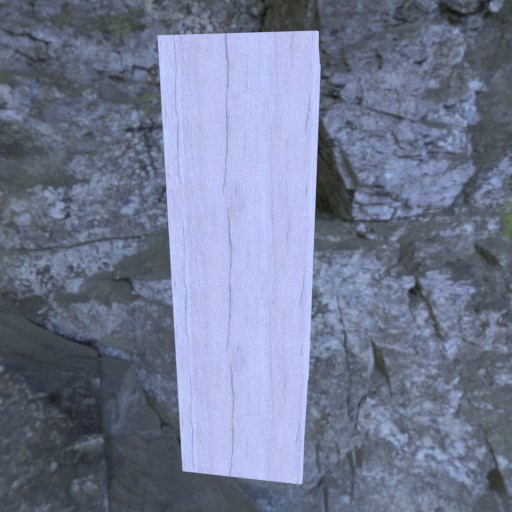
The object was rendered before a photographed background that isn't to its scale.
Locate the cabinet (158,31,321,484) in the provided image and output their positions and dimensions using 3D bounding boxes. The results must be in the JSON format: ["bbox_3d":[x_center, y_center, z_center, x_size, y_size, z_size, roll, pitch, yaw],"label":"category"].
[{"bbox_3d":[0.000,0.000,2.305,0.580,1.930,0.980,2,17,8],"label":"cabinet"}]
